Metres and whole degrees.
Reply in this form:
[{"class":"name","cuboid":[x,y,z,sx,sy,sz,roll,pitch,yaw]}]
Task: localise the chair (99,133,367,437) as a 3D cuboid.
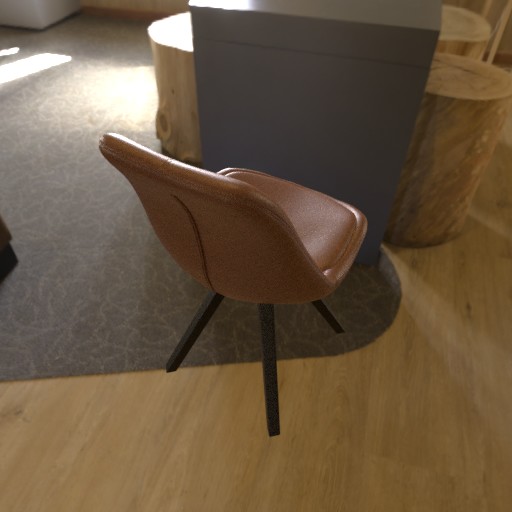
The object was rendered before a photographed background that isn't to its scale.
[{"class":"chair","cuboid":[0.000,0.000,1.123,0.475,0.850,0.550,24,50,22]}]
